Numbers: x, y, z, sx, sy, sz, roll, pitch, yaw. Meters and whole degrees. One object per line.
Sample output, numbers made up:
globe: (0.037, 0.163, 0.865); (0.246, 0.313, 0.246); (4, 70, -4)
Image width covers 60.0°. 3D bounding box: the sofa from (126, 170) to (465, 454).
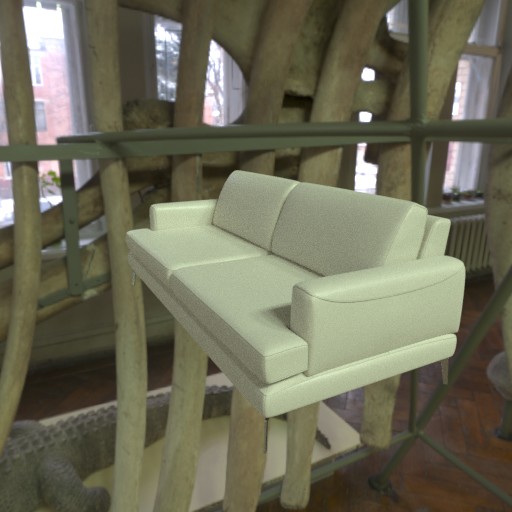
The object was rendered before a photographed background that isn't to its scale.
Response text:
sofa: (0.000, 0.000, 2.371); (0.974, 0.765, 1.940); (-8, 18, -27)
